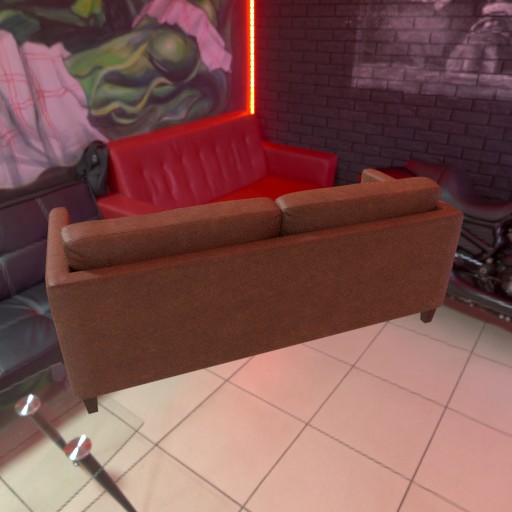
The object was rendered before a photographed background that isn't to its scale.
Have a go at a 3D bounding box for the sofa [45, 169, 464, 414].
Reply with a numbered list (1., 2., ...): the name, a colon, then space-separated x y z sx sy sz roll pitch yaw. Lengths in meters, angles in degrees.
1. sofa: 0.000 0.000 2.658 2.204 0.932 0.950 -10 30 -19
